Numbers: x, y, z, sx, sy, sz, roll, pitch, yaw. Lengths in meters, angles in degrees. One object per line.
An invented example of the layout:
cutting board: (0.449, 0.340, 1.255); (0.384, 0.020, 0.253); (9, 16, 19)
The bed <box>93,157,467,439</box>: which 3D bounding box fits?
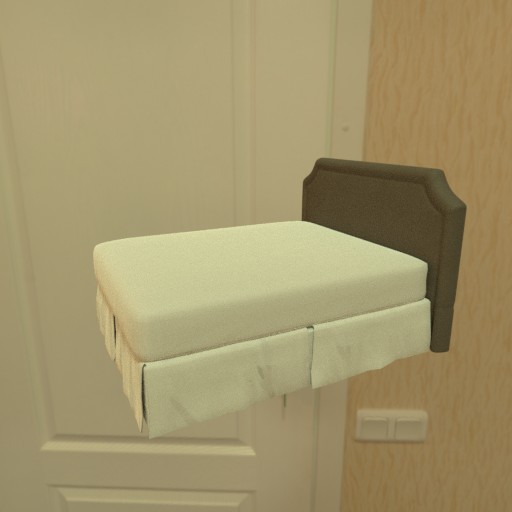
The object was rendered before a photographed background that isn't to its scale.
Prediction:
bed: (0.000, 0.000, 3.287); (2.181, 1.297, 1.831); (-8, 18, -26)
